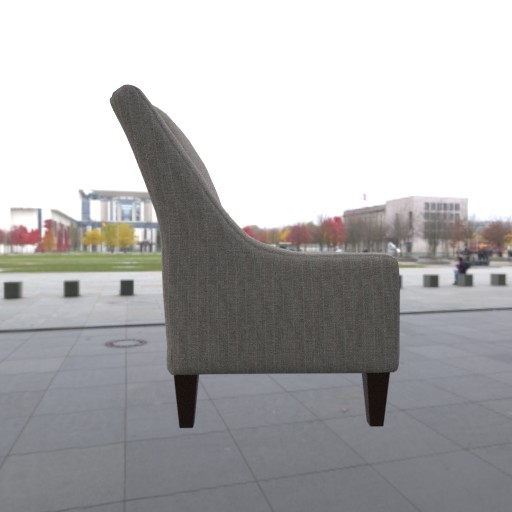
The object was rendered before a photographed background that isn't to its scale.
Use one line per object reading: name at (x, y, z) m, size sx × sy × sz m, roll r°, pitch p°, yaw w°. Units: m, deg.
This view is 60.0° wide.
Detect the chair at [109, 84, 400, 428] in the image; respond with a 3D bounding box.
chair at (0.000, 0.000, 1.665) m, size 0.870 × 1.014 × 0.774 m, roll 0°, pitch 1°, yaw -1°
